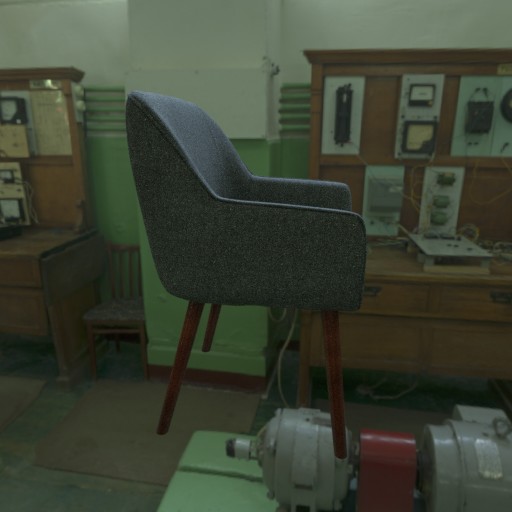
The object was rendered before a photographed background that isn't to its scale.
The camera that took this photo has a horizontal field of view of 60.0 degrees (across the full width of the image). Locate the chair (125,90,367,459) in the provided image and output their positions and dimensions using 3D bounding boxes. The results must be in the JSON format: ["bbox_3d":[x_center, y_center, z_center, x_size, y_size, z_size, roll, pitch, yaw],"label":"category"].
[{"bbox_3d":[0.000,0.000,1.169,0.519,0.803,0.543,2,16,8],"label":"chair"}]
